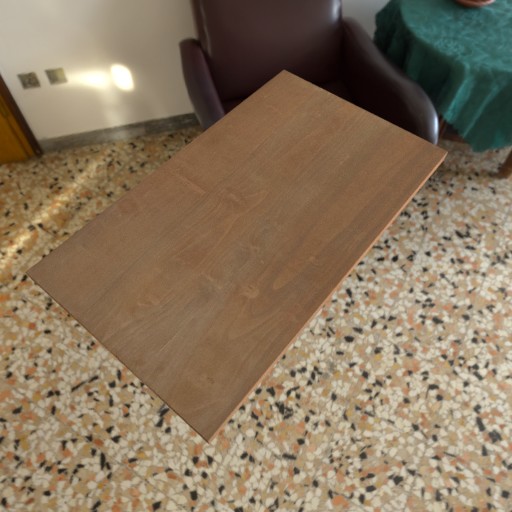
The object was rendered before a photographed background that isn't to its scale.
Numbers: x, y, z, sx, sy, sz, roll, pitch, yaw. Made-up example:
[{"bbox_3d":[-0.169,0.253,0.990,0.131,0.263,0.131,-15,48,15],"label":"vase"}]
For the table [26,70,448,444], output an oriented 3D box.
[{"bbox_3d":[0.000,0.000,2.183,0.946,0.780,1.609,35,64,20],"label":"table"}]
